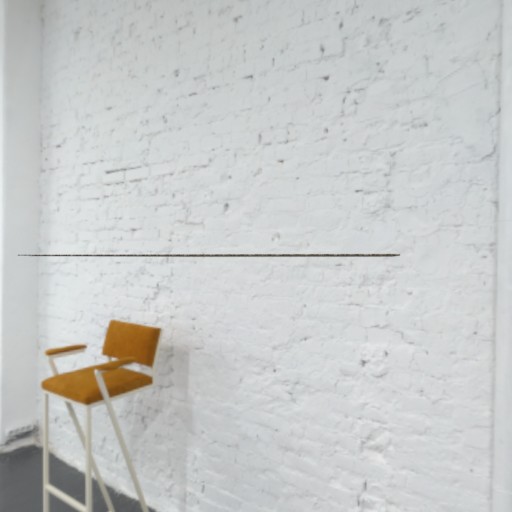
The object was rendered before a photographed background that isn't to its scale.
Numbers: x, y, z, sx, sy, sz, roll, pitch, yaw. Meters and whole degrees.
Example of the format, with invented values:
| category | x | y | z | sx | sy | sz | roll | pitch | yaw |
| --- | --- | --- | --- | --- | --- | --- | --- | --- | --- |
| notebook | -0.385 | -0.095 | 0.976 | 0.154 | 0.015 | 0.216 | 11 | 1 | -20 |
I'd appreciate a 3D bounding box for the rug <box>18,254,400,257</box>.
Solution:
| category | x | y | z | sx | sy | sz | roll | pitch | yaw |
| --- | --- | --- | --- | --- | --- | --- | --- | --- | --- |
| rug | 0.000 | 0.000 | 4.076 | 2.437 | 0.010 | 3.056 | 0 | 0 | 16 |
